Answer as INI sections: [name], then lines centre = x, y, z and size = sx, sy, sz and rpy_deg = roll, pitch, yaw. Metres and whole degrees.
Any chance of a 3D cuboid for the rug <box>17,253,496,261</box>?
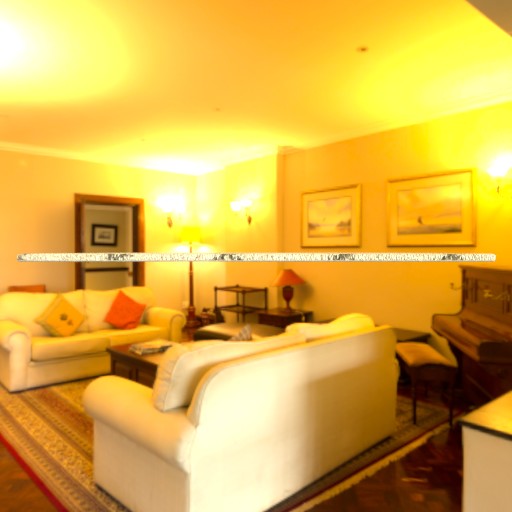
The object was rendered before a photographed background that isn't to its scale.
[rug]
centre = 0.000, 0.000, 2.241
size = 1.778, 0.030, 1.219
rpy_deg = 0, 1, 0
